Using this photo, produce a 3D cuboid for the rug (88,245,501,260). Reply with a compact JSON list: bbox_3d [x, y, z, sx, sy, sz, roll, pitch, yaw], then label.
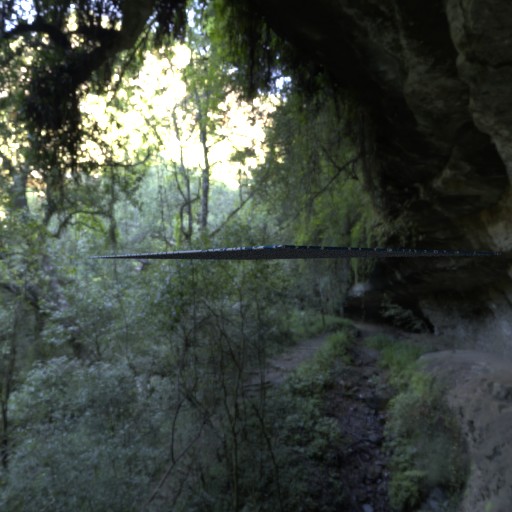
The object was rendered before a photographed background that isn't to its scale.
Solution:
[{"bbox_3d":[0.000,0.000,2.945,1.517,0.011,2.435,1,-2,-35],"label":"rug"}]
